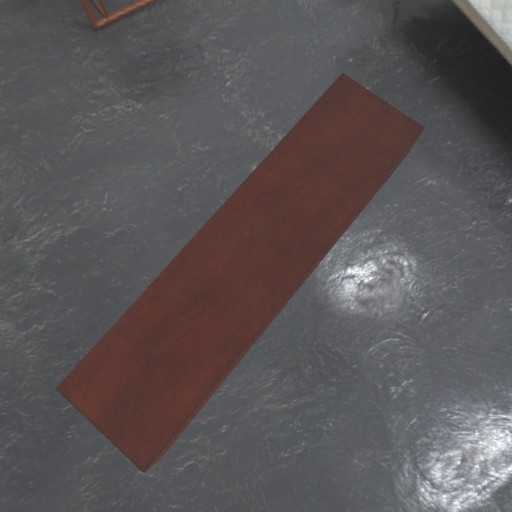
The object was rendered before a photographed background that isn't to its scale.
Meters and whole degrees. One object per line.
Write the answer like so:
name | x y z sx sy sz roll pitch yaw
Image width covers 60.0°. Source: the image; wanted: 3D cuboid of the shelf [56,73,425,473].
shelf | 0.000 0.000 0.649 0.152 0.088 0.607 38 77 10
